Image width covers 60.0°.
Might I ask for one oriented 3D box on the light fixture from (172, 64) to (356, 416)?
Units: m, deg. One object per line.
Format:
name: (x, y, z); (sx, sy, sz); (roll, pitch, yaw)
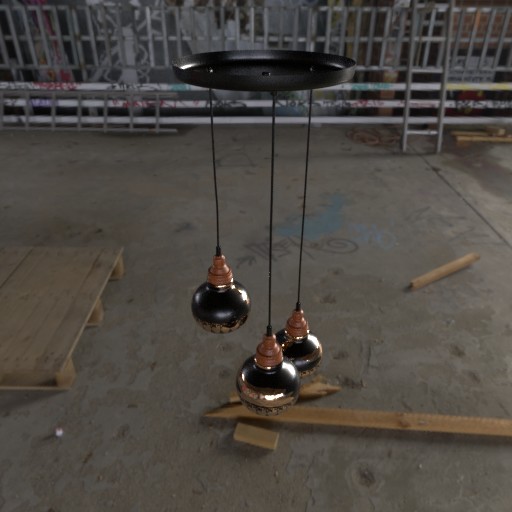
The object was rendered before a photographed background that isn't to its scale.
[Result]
light fixture: (0.000, 0.000, 1.731); (0.605, 1.410, 0.608); (11, 33, 17)
